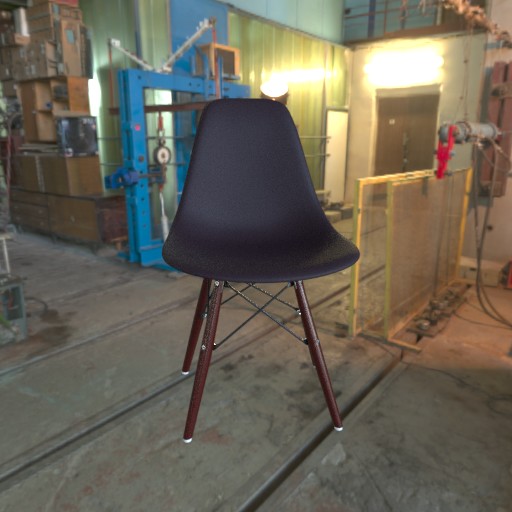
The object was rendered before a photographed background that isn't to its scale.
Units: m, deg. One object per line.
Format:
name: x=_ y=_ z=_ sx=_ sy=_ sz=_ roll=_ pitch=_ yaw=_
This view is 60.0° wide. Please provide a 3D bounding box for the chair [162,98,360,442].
chair: x=0.000 y=0.000 z=1.165 sx=0.470 sy=0.826 sz=0.533 roll=-2 pitch=15 yaw=-7
